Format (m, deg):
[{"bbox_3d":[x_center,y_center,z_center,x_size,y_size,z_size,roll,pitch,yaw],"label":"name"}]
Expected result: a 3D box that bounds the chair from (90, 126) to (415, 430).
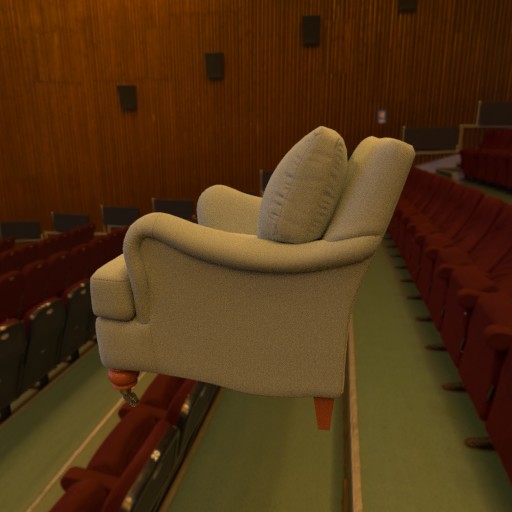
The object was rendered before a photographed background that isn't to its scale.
[{"bbox_3d":[0.000,0.000,1.865,1.070,1.038,0.955,3,16,9],"label":"chair"}]
